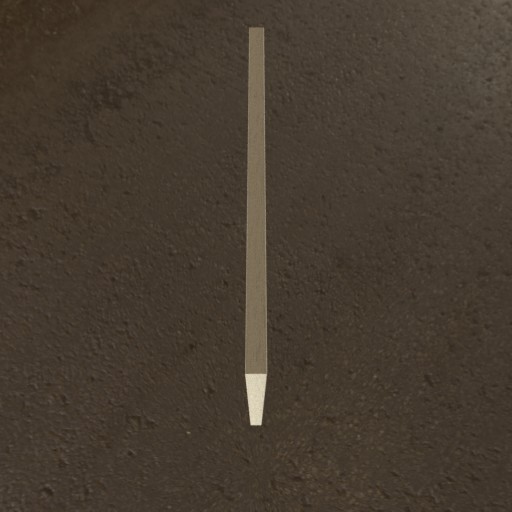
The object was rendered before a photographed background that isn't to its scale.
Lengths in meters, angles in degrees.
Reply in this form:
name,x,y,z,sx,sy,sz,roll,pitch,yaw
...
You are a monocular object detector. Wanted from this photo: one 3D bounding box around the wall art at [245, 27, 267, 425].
name,x,y,z,sx,sy,sz,roll,pitch,yaw
wall art,0.000,0.000,1.551,0.045,1.016,1.016,0,64,0
